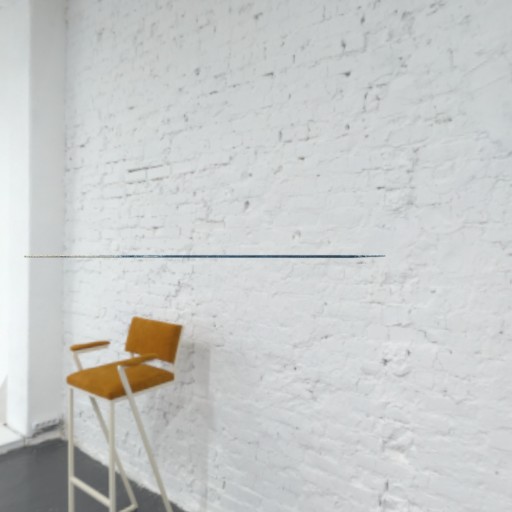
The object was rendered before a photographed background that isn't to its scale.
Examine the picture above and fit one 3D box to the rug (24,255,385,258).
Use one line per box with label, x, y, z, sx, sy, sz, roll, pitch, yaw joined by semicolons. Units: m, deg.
rug;0.000;0.000;2.325;1.232;0.009;1.836;0;0;19
